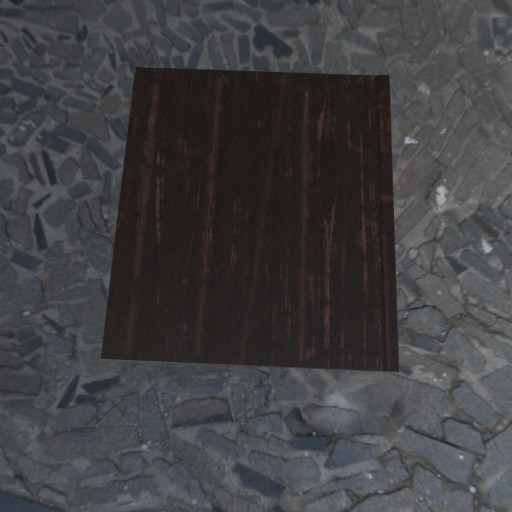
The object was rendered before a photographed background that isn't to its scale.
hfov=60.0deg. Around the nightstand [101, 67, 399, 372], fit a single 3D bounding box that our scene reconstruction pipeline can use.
[{"bbox_3d":[0.000,0.000,0.843,0.356,0.559,0.400,2,77,1],"label":"nightstand"}]
